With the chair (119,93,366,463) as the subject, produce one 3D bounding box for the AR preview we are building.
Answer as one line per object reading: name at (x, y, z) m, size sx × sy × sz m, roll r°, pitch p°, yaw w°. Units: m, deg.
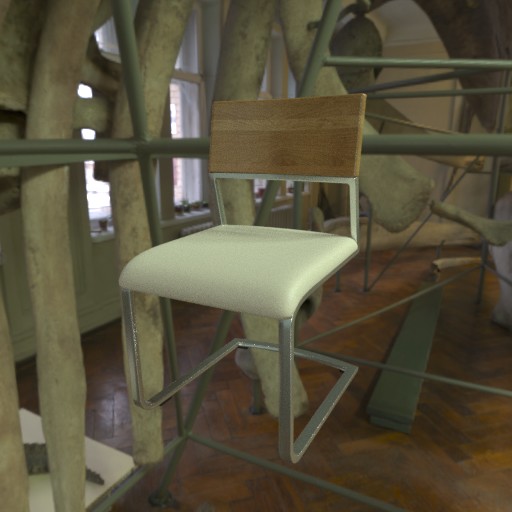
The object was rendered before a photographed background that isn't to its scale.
chair at (0.000, 0.000, 1.207) m, size 0.467 × 0.844 × 0.585 m, roll 7°, pitch 16°, yaw 28°
